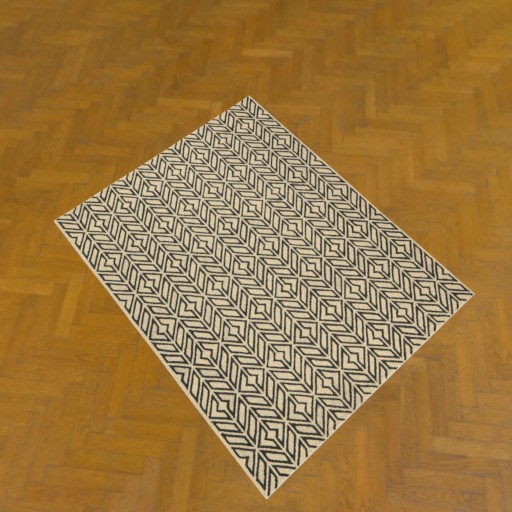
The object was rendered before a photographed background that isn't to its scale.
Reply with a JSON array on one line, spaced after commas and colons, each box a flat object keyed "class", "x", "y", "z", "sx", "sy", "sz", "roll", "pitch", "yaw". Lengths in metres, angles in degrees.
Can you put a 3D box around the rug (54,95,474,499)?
[{"class": "rug", "x": 0.000, "y": 0.000, "z": 4.026, "sx": 2.421, "sy": 0.008, "sz": 3.045, "roll": -38, "pitch": 70, "yaw": -16}]
